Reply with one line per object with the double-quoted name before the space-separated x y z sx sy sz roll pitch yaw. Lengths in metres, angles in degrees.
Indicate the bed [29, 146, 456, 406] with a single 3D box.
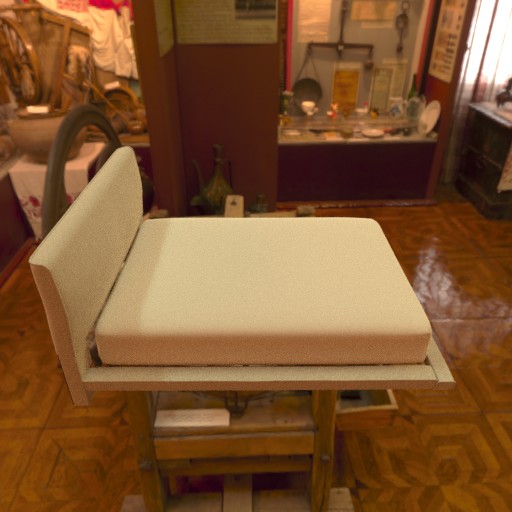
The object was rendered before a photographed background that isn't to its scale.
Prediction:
"bed" 0.000 0.000 3.228 2.368 1.067 1.840 0 32 0
